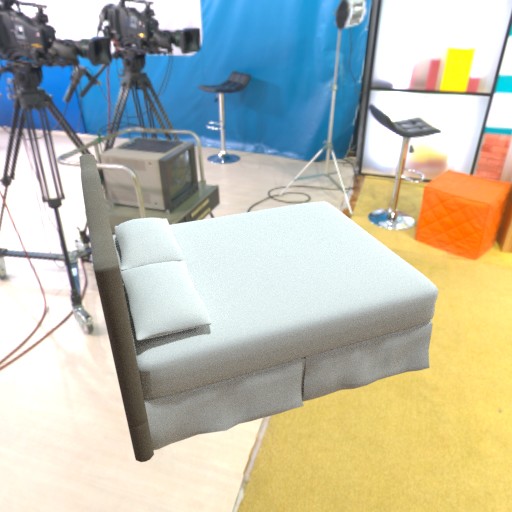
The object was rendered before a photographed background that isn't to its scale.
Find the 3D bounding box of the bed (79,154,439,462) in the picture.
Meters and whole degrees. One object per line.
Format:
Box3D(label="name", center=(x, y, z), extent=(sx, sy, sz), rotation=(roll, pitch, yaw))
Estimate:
Box3D(label="bed", center=(0.000, 0.000, 3.206), extent=(2.128, 1.441, 1.744), rotation=(-11, 32, -18))
